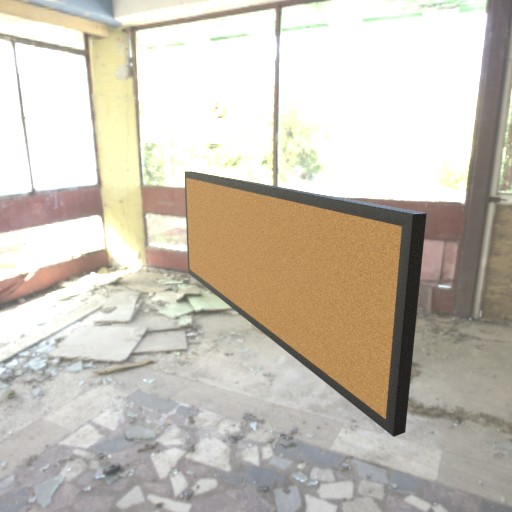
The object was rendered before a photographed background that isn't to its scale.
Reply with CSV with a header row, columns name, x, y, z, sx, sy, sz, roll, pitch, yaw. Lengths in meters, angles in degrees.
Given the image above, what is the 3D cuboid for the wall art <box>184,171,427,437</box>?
name,x,y,z,sx,sy,sz,roll,pitch,yaw
wall art,0.000,0.000,1.710,0.041,0.554,1.572,-7,16,-26
